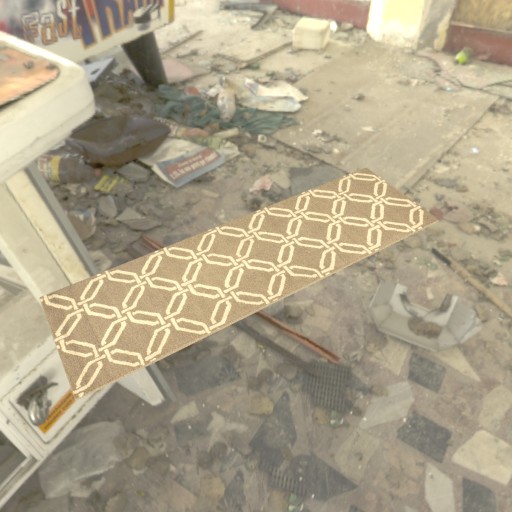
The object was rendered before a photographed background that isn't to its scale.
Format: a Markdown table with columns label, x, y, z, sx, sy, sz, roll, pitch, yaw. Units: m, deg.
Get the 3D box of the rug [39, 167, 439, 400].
| label | x | y | z | sx | sy | sz | roll | pitch | yaw |
| --- | --- | --- | --- | --- | --- | --- | --- | --- | --- |
| rug | 0.000 | 0.000 | 2.558 | 2.276 | 0.014 | 0.678 | -24 | 50 | -22 |
